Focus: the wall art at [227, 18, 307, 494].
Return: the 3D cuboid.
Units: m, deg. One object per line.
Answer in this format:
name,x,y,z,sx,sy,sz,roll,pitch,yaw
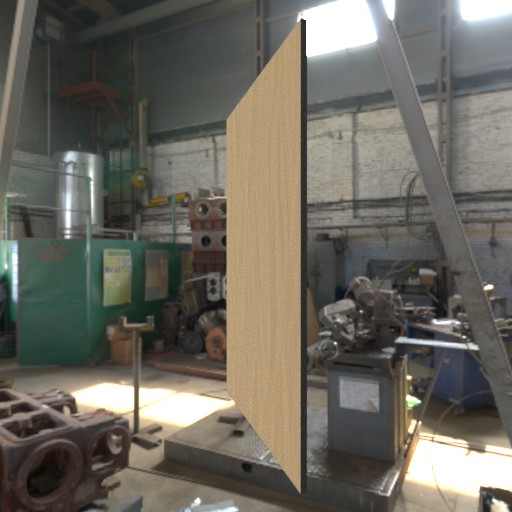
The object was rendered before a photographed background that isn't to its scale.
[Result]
wall art,0.000,0.000,1.431,0.016,1.116,0.810,0,0,-16
